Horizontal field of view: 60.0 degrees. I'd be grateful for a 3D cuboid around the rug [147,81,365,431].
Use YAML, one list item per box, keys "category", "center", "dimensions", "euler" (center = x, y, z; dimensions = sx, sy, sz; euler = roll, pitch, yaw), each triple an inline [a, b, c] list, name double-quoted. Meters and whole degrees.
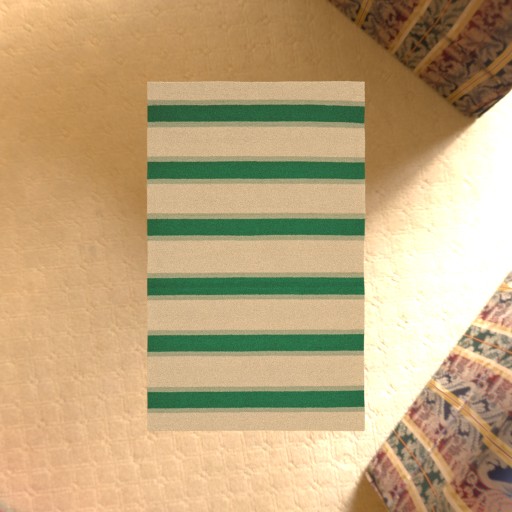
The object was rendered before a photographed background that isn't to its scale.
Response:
- category: "rug"
  center: [0.000, 0.000, 3.088]
  dimensions: [1.521, 0.015, 2.436]
  euler: [0, 90, 0]
